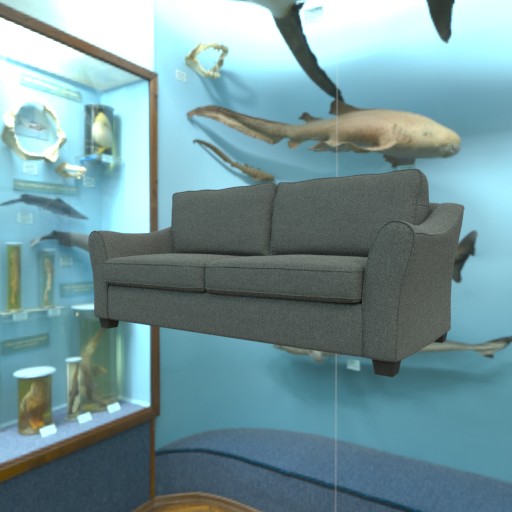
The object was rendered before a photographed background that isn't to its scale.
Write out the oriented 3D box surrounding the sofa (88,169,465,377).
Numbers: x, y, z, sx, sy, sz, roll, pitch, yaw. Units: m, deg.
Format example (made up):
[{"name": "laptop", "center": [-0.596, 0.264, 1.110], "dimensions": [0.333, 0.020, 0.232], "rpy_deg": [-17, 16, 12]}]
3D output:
[{"name": "sofa", "center": [0.000, 0.000, 2.747], "dimensions": [2.203, 0.976, 1.013], "rpy_deg": [1, 1, 35]}]
